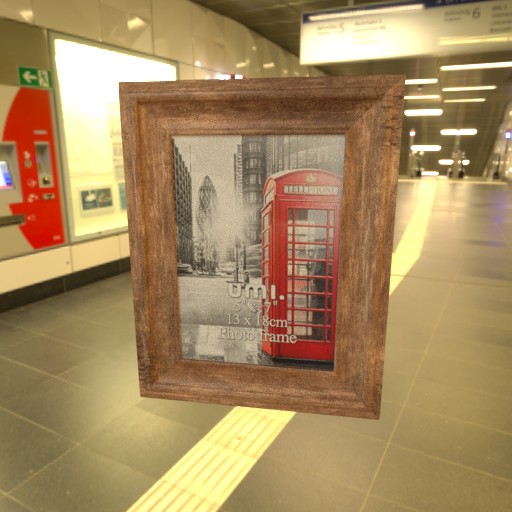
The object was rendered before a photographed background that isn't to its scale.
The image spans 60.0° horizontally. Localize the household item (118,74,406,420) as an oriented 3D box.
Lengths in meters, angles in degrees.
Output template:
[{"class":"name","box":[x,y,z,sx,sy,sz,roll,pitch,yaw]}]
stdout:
[{"class":"household item","box":[0.000,0.000,0.318,0.186,0.237,0.018,2,14,9]}]
